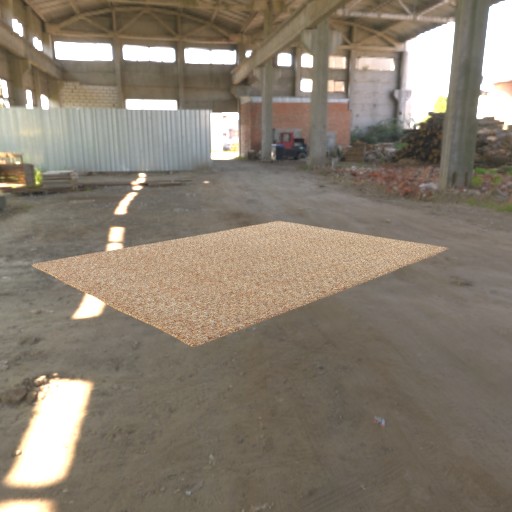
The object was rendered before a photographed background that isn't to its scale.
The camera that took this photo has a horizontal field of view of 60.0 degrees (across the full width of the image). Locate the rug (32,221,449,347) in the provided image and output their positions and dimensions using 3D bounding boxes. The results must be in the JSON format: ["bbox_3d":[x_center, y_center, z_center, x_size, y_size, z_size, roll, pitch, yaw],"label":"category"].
[{"bbox_3d":[0.000,0.000,2.773,1.566,0.013,2.141,14,20,43],"label":"rug"}]
